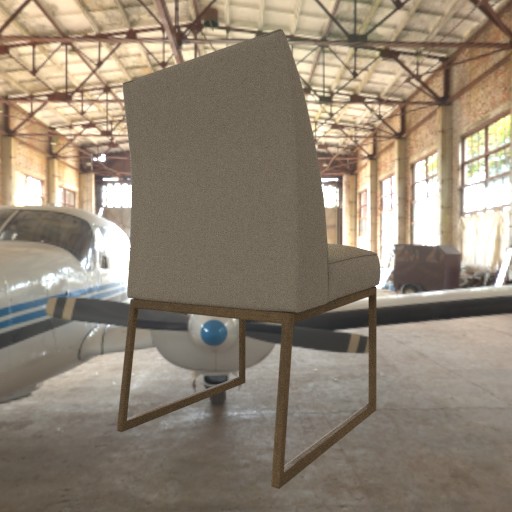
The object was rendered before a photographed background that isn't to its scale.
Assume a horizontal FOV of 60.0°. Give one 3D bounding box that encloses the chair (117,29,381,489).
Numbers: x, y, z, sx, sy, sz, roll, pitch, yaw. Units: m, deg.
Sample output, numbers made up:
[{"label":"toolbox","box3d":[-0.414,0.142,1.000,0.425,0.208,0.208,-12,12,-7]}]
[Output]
[{"label":"chair","box3d":[0.000,0.000,1.170,0.508,0.863,0.522,0,0,35]}]
